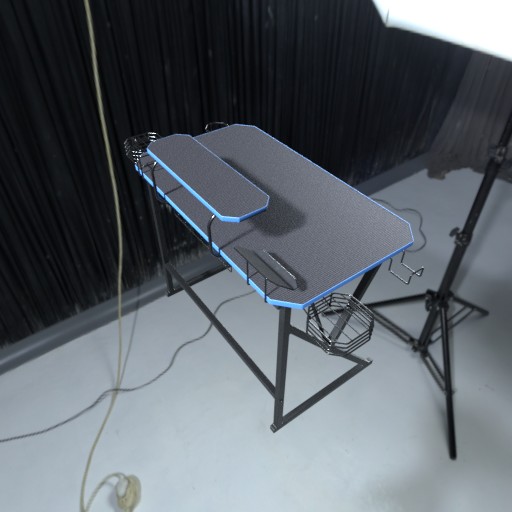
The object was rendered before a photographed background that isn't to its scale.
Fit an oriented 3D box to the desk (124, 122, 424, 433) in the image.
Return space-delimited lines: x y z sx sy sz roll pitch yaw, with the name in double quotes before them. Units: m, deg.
"desk" 0.000 0.000 1.736 0.594 0.909 1.295 -26 48 -26
